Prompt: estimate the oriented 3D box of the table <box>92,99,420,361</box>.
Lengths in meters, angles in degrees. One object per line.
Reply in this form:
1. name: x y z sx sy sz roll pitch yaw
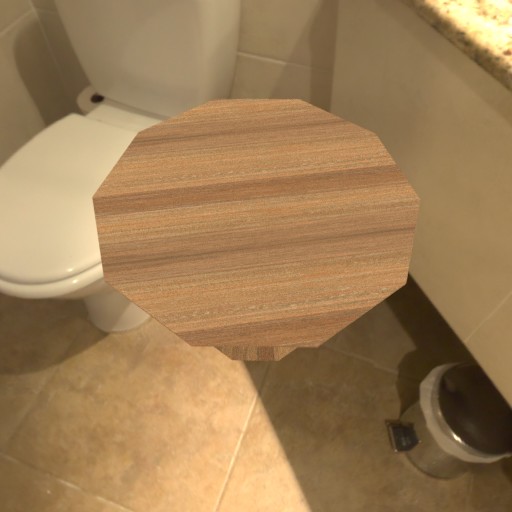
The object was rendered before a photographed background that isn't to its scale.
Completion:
1. table: 0.000 0.000 1.915 1.186 0.752 1.186 0 56 0
